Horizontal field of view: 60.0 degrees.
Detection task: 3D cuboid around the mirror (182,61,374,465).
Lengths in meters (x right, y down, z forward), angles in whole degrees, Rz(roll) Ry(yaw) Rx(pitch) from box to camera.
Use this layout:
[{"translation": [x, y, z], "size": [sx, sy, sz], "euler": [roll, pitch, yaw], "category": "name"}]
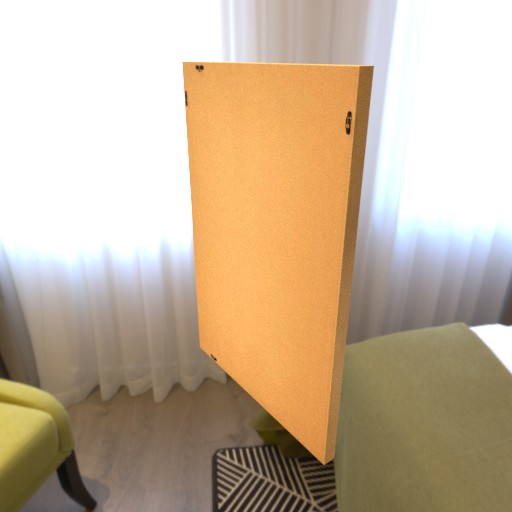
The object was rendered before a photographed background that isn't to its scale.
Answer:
[{"translation": [0.000, 0.000, 1.145], "size": [0.041, 0.915, 0.609], "euler": [-17, 30, -33], "category": "mirror"}]
